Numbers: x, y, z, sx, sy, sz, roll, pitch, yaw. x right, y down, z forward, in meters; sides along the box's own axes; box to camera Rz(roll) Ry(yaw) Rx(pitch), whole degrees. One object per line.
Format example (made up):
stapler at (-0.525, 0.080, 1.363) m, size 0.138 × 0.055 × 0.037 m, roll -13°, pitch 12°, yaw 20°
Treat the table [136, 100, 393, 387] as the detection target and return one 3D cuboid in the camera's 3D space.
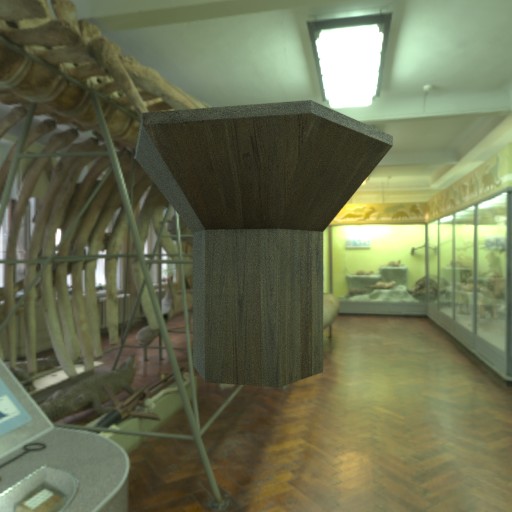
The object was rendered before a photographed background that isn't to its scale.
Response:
table at (0.000, 0.000, 1.155) m, size 0.592 × 0.586 × 0.683 m, roll 0°, pitch 0°, yaw -17°
